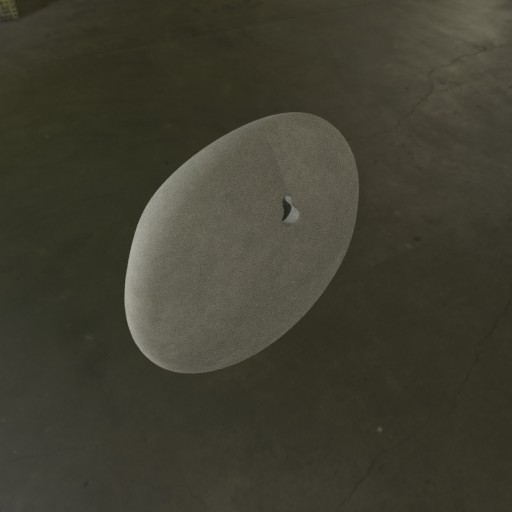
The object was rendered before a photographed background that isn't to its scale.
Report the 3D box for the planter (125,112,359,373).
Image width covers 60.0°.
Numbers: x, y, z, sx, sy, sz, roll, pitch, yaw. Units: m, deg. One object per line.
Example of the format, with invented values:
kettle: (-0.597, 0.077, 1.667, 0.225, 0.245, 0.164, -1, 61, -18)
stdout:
planter: (0.000, 0.000, 0.291, 0.185, 0.188, 0.071, -32, 54, -27)
